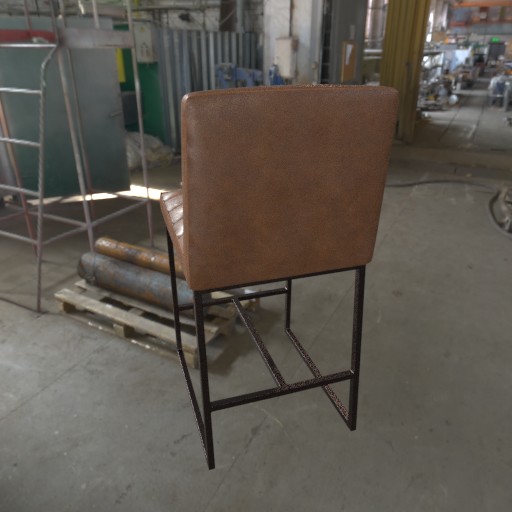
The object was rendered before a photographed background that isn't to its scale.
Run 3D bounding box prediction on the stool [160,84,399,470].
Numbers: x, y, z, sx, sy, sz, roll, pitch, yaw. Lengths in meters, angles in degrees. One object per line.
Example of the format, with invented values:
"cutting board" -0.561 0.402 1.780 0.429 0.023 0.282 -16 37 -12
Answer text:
"stool" 0.000 0.000 1.258 0.463 0.942 0.562 -8 26 -16
